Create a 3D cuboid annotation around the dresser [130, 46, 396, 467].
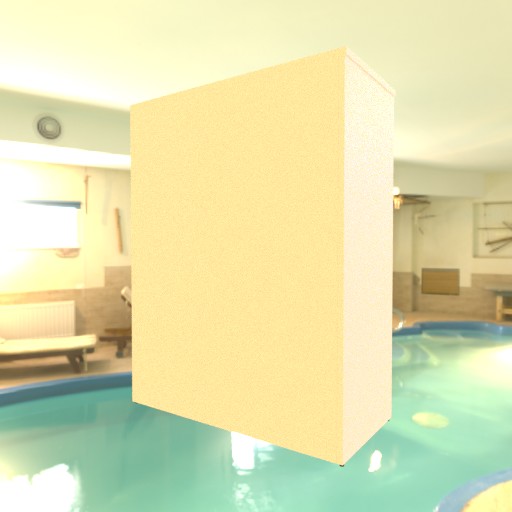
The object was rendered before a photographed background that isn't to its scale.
[{"bbox_3d":[0.000,0.000,1.473,0.800,1.040,0.380,1,2,35],"label":"dresser"}]
